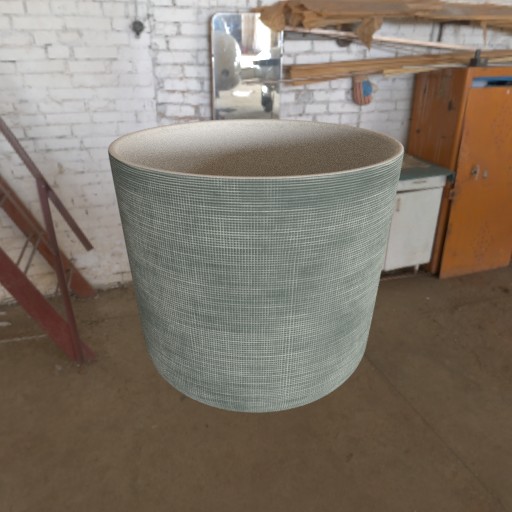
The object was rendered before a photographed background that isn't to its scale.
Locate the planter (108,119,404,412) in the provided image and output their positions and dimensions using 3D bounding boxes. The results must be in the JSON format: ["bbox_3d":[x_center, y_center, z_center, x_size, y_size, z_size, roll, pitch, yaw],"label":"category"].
[{"bbox_3d":[0.000,0.000,0.772,0.440,0.398,0.440,0,25,0],"label":"planter"}]
